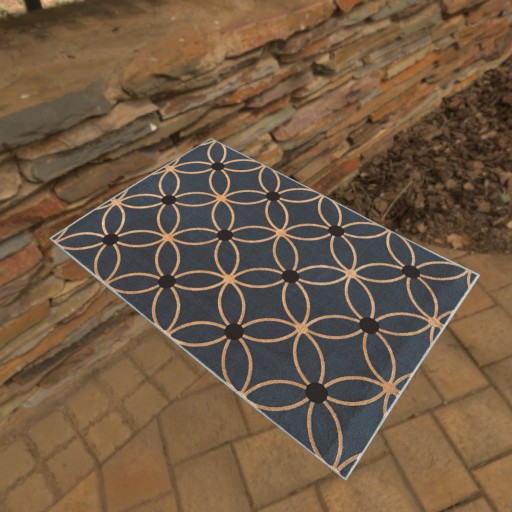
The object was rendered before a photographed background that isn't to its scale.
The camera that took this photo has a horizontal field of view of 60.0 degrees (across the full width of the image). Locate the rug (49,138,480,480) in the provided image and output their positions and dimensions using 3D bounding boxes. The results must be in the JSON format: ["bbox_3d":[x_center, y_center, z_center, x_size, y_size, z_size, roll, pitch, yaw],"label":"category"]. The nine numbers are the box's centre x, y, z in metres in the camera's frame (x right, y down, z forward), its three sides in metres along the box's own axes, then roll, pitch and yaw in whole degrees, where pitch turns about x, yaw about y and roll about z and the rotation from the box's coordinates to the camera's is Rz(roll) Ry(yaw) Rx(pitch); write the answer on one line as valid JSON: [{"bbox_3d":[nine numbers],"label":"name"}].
[{"bbox_3d":[0.000,0.000,2.797,2.284,0.008,1.522,32,56,25],"label":"rug"}]
